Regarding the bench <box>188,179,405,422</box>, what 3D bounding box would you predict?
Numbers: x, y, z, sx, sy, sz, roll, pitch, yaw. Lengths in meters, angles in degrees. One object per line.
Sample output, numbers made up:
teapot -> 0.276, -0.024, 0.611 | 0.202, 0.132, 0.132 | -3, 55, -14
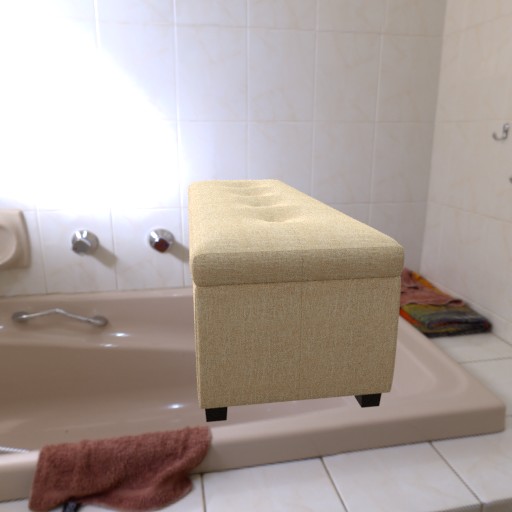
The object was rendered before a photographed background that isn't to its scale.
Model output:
bench -> 0.000, 0.000, 1.473 | 0.432, 0.406, 1.219 | -2, 16, -8
